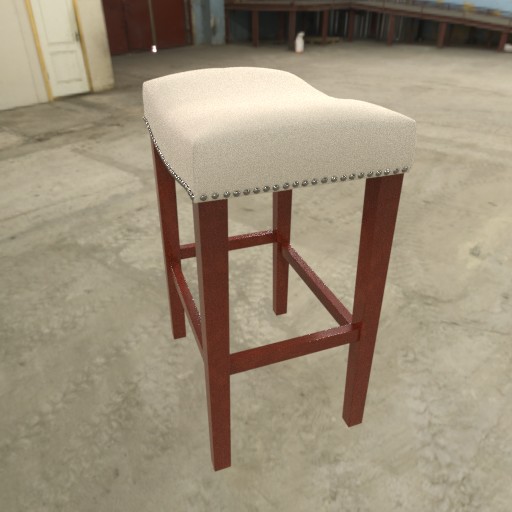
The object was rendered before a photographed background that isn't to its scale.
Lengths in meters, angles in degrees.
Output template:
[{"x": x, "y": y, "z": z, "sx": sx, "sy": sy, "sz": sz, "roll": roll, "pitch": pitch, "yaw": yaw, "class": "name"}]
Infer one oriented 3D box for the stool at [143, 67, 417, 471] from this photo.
[{"x": 0.000, "y": 0.000, "z": 1.008, "sx": 0.372, "sy": 0.742, "sz": 0.504, "roll": -11, "pitch": 32, "yaw": -17, "class": "stool"}]
